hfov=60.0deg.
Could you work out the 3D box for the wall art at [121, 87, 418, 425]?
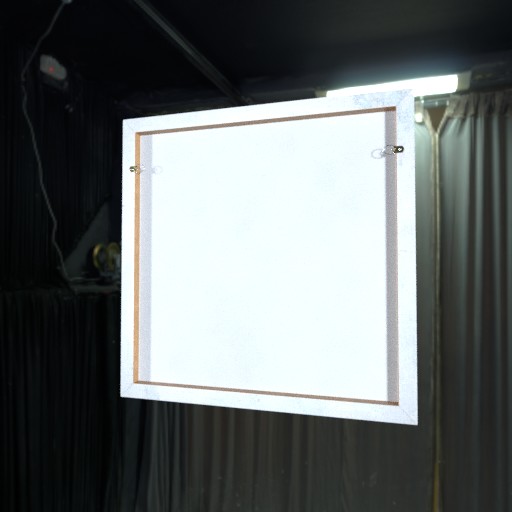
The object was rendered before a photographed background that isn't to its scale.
[{"bbox_3d":[0.000,0.000,1.124,0.762,0.762,0.041,0,-2,17],"label":"wall art"}]
